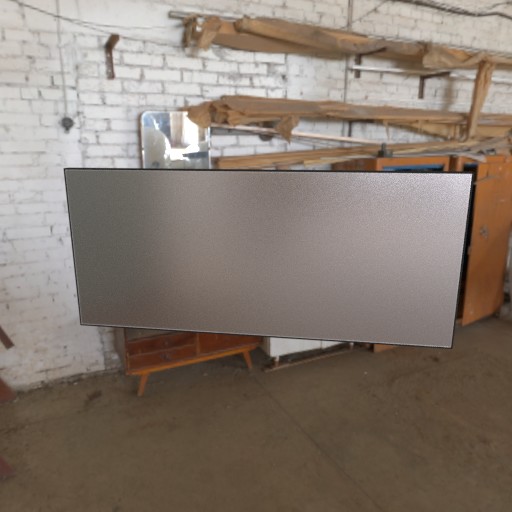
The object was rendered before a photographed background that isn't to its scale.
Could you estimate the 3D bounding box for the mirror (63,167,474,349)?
[{"bbox_3d":[0.000,0.000,1.804,1.584,0.692,0.047,2,15,8],"label":"mirror"}]
